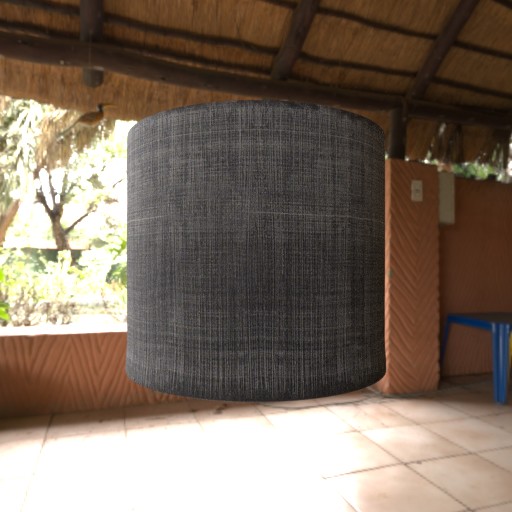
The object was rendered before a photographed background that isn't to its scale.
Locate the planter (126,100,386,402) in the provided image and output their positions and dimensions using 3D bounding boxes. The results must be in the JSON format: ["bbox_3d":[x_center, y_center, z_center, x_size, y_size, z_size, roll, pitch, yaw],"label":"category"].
[{"bbox_3d":[0.000,0.000,0.316,0.178,0.157,0.178,0,-1,0],"label":"planter"}]
